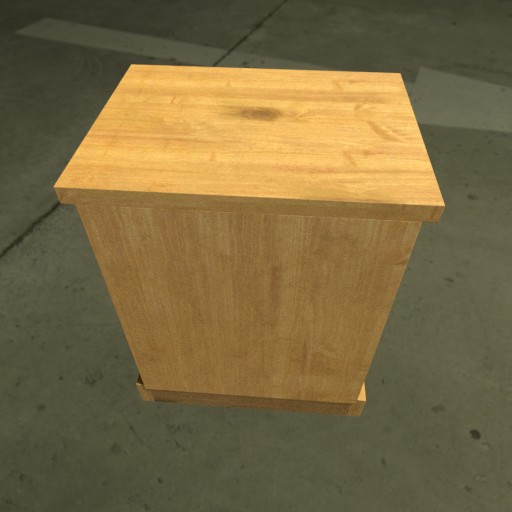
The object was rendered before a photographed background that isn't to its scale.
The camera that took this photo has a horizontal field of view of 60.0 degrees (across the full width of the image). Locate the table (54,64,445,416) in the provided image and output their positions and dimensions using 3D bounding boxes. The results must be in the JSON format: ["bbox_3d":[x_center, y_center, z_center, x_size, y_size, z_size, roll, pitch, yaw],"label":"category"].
[{"bbox_3d":[0.000,0.000,1.209,0.660,0.813,0.500,3,46,3],"label":"table"}]
